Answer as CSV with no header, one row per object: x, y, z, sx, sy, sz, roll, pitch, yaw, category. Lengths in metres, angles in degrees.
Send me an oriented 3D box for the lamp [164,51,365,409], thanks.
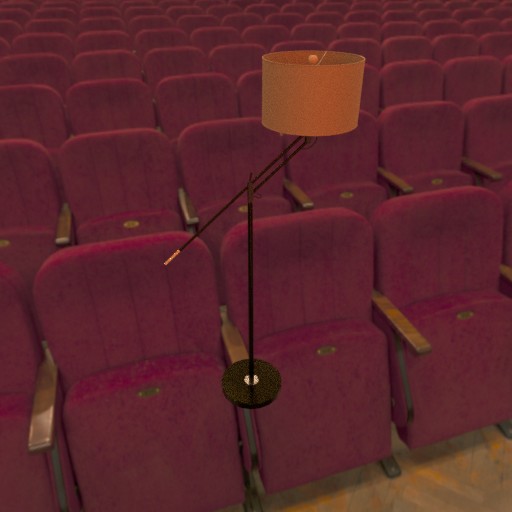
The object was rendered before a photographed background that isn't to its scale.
0.000,0.000,1.988,0.809,1.635,0.373,-9,33,-14,lamp
